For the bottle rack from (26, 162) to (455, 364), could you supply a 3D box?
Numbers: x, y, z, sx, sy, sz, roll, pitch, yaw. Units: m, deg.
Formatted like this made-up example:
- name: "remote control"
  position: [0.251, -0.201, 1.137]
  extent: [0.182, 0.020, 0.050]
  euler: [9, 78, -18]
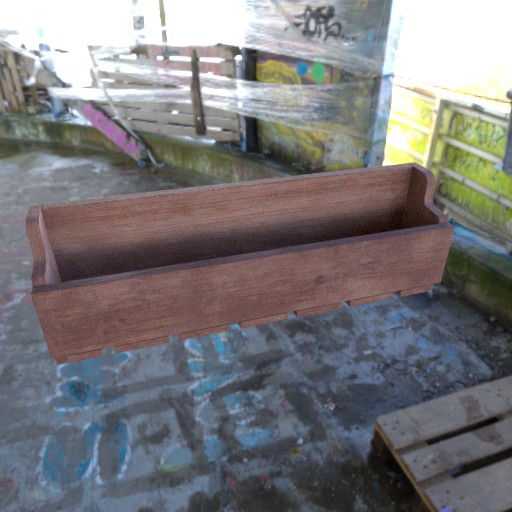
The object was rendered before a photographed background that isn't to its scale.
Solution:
- name: "bottle rack"
  position: [0.000, 0.000, 0.682]
  extent: [0.608, 0.196, 0.126]
  euler: [-9, 32, -15]
